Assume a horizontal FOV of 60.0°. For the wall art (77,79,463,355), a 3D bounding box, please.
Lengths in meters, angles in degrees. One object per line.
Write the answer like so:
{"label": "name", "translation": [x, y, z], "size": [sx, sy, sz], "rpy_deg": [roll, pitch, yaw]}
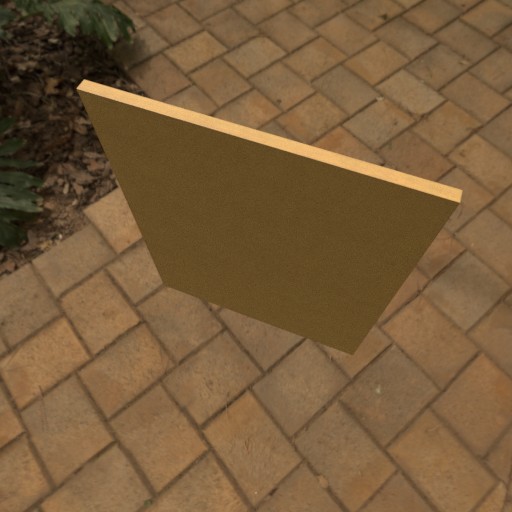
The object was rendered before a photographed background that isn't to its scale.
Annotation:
{"label": "wall art", "translation": [0.000, 0.000, 1.312], "size": [0.798, 1.002, 0.030], "rpy_deg": [19, 64, 10]}
